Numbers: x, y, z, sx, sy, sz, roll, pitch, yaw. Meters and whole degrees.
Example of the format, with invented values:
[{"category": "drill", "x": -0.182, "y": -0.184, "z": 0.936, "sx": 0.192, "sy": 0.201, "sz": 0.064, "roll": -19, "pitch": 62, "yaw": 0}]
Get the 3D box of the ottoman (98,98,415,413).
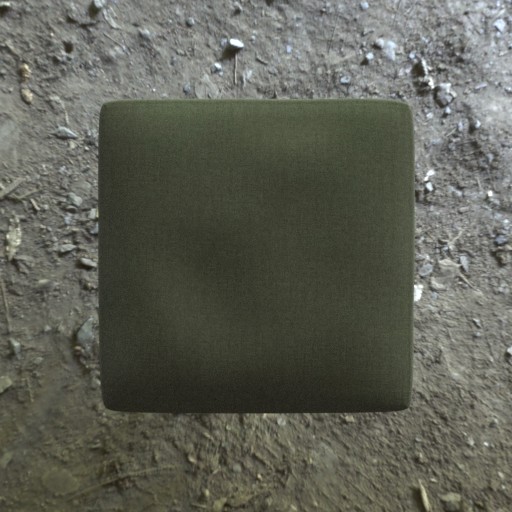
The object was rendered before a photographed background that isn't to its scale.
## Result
[{"category": "ottoman", "x": 0.000, "y": 0.000, "z": 1.325, "sx": 0.843, "sy": 0.436, "sz": 0.840, "roll": 0, "pitch": 91, "yaw": 0}]
